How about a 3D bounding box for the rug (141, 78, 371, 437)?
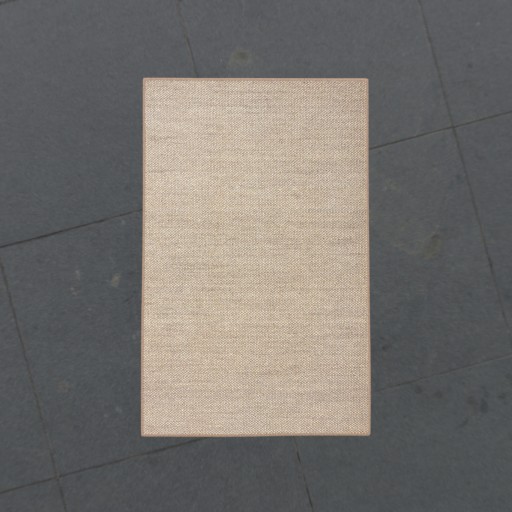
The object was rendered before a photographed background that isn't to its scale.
[{"bbox_3d":[0.000,0.000,2.061,1.061,0.012,1.668,0,89,0],"label":"rug"}]
